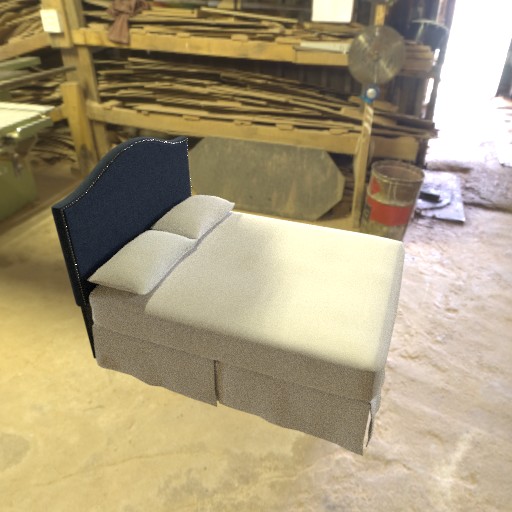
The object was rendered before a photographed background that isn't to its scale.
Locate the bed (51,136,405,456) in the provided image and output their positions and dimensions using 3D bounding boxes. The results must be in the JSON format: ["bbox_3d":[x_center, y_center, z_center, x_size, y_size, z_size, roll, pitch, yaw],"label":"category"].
[{"bbox_3d":[0.000,0.000,3.341,2.153,1.518,1.713,11,33,18],"label":"bed"}]
